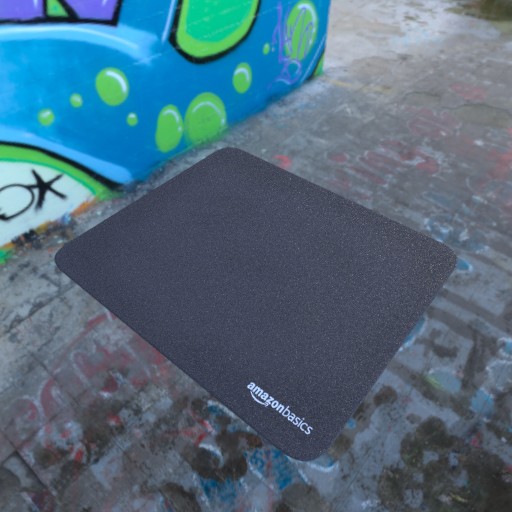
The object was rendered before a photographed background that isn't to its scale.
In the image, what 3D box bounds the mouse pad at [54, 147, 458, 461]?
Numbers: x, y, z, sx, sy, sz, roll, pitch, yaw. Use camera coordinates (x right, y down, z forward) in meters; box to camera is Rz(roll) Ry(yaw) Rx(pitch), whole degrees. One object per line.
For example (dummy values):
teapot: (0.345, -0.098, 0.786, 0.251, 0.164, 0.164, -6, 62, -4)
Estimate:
mouse pad: (0.000, 0.000, 0.344, 0.249, 0.002, 0.211, 31, 53, 26)
